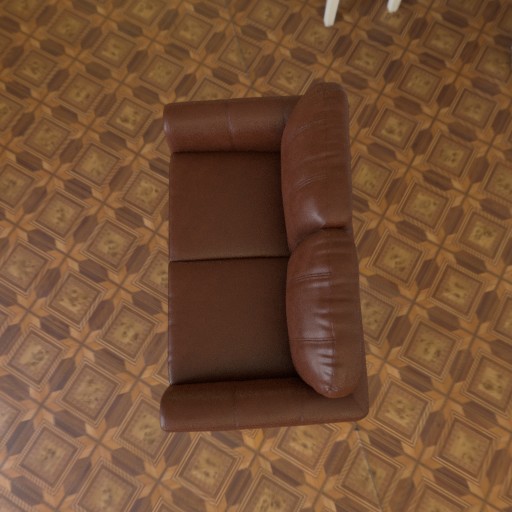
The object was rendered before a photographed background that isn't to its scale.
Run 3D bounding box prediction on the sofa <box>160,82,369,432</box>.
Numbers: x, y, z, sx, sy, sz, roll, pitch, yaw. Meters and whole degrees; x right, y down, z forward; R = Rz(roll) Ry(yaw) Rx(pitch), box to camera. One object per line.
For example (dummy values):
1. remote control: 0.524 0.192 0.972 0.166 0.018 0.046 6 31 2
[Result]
1. sofa: 0.000 0.000 1.957 0.805 0.906 1.406 -2 76 -1
